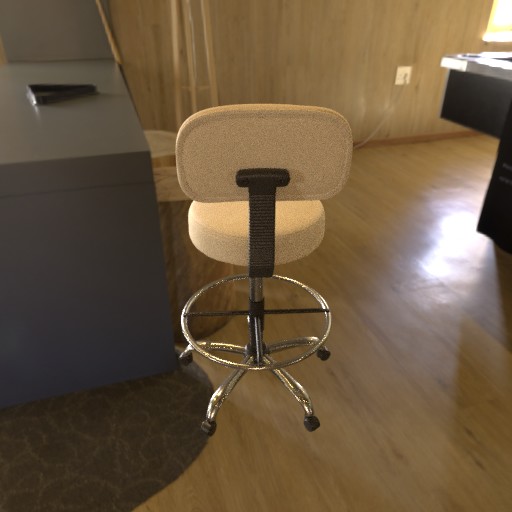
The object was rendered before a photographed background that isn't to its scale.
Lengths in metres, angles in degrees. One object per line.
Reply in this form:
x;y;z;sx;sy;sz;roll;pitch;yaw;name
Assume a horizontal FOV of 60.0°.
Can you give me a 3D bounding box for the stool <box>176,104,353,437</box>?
0.000;0.000;1.444;0.609;1.080;0.616;-1;31;-2;stool
